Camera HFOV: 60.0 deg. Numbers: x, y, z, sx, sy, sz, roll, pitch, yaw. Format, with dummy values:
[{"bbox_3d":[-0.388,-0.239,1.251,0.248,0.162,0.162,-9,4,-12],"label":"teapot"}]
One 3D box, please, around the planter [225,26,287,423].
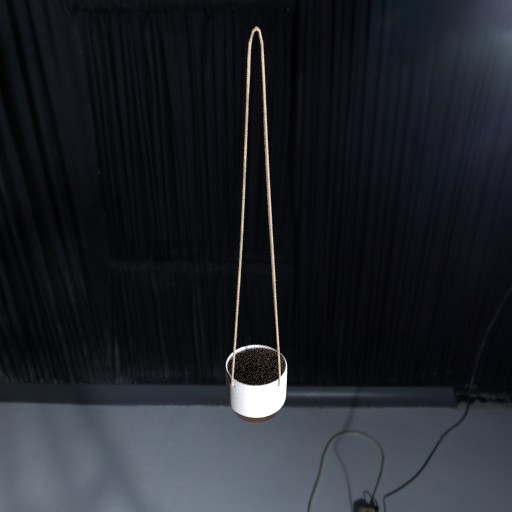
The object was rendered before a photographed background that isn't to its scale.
[{"bbox_3d":[0.000,0.000,0.914,0.146,0.841,0.146,0,28,0],"label":"planter"}]
